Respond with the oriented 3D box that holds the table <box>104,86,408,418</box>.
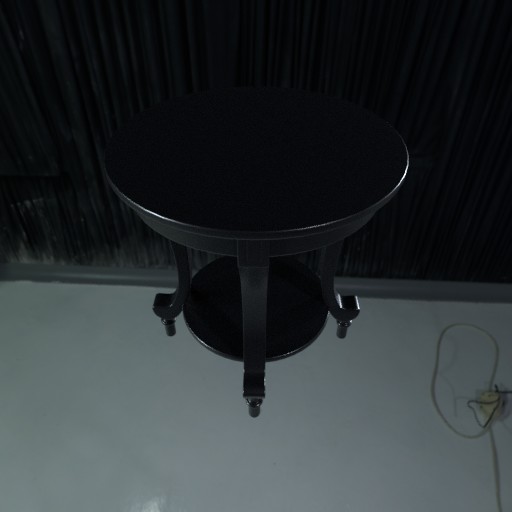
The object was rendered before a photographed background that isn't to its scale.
[{"bbox_3d":[0.000,0.000,1.097,0.597,0.618,0.597,0,41,0],"label":"table"}]
